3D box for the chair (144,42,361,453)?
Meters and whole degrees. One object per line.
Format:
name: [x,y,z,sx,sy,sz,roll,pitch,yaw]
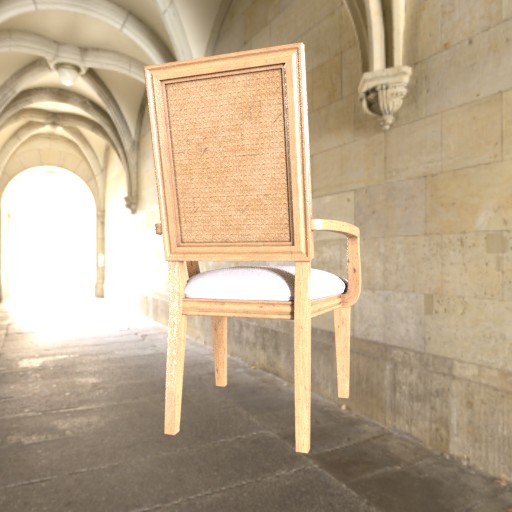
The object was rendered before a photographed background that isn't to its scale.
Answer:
chair: [0.000,0.000,1.365,0.606,0.990,0.602,0,0,18]
